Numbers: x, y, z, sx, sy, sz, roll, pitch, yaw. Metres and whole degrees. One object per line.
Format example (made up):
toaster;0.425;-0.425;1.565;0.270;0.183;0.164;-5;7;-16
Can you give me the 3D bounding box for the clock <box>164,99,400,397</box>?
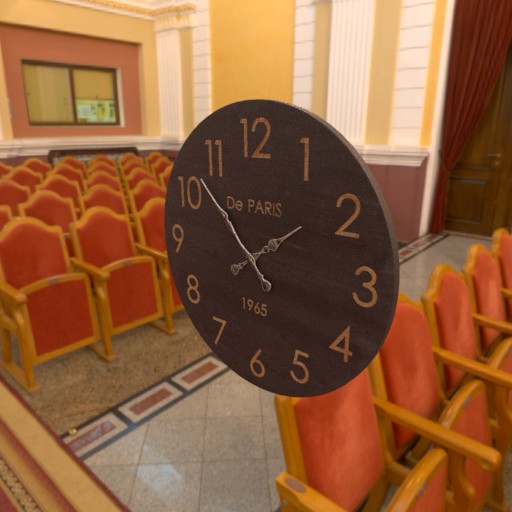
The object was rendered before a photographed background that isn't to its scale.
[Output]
clock;0.000;0.000;0.893;0.595;0.595;0.029;15;23;40
